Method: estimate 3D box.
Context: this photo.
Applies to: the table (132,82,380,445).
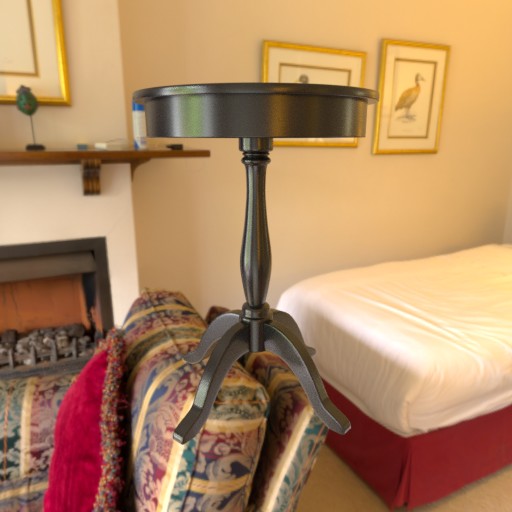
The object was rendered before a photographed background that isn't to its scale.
[{"bbox_3d":[0.000,0.000,0.972,0.481,0.665,0.481,0,15,0],"label":"table"}]
